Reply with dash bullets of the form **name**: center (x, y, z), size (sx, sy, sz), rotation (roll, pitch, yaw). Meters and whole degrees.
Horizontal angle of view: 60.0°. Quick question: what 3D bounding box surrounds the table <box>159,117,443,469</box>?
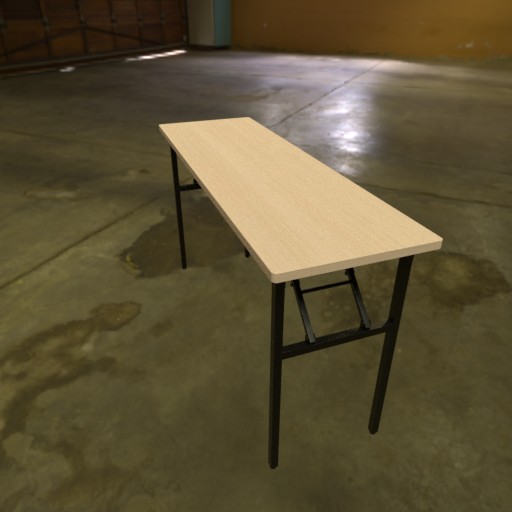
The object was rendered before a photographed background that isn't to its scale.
- **table**: center (0.000, 0.000, 1.750), size (0.447, 0.750, 1.397), rotation (-11, 31, -18)
